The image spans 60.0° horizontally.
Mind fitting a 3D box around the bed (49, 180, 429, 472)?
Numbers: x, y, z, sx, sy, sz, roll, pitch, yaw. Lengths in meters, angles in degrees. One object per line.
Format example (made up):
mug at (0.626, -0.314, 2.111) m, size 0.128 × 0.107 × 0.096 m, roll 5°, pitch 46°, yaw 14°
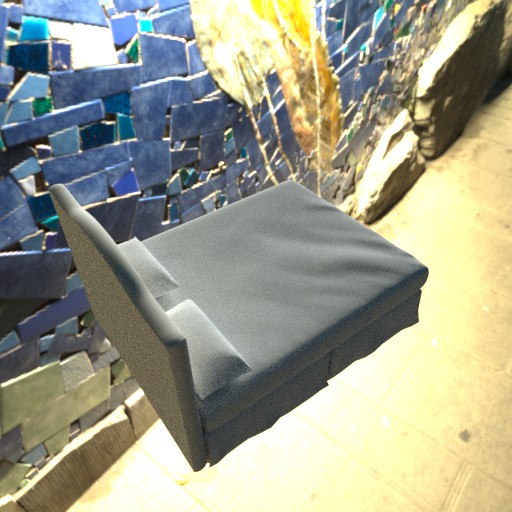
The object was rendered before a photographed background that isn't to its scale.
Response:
bed at (0.000, 0.000, 3.442) m, size 2.282 × 1.436 × 1.821 m, roll -26°, pitch 48°, yaw -27°
